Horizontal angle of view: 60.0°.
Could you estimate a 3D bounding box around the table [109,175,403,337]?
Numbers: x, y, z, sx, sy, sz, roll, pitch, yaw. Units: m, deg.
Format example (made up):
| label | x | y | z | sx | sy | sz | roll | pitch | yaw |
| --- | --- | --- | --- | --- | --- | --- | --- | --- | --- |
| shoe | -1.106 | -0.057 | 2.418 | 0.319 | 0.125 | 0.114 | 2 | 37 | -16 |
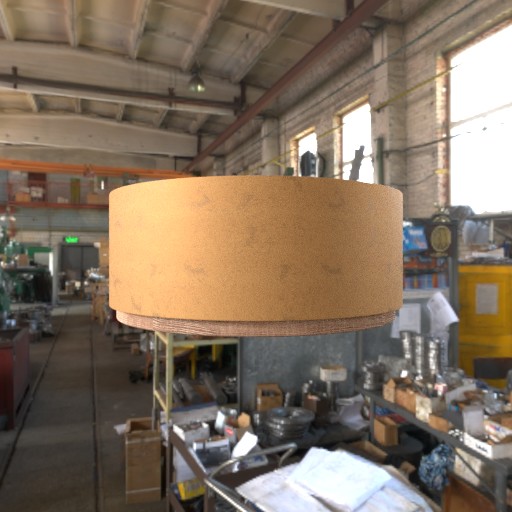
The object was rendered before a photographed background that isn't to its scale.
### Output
| label | x | y | z | sx | sy | sz | roll | pitch | yaw |
| --- | --- | --- | --- | --- | --- | --- | --- | --- | --- |
| table | 0.000 | 0.000 | 1.592 | 1.001 | 0.409 | 1.001 | 0 | 0 | 0 |
